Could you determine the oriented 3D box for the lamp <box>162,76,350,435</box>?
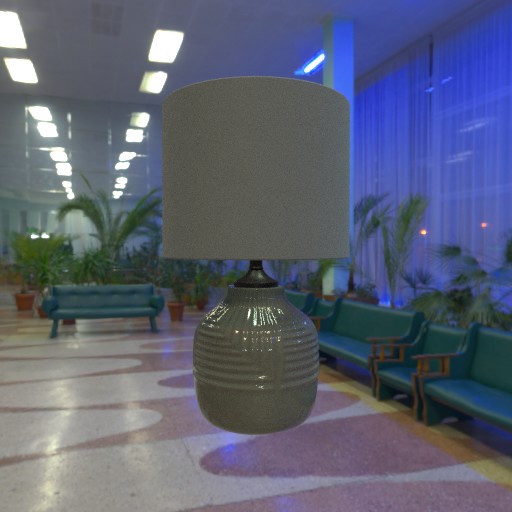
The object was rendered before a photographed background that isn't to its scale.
[{"bbox_3d":[0.000,0.000,0.769,0.318,0.567,0.318,0,1,0],"label":"lamp"}]
